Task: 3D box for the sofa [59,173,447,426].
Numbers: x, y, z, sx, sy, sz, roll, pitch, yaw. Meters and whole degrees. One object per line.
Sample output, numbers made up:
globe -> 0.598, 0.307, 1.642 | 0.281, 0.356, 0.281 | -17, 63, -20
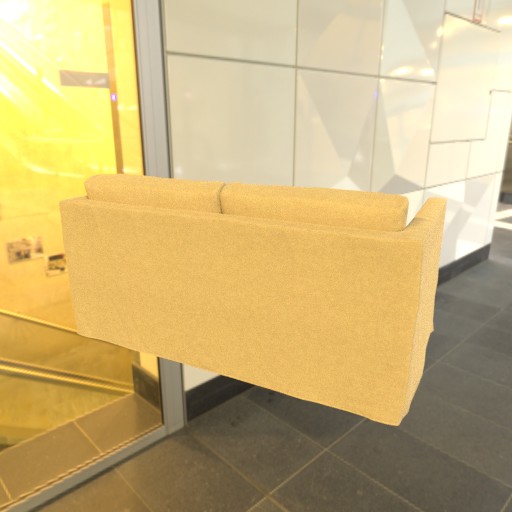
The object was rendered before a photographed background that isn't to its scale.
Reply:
sofa -> 0.000, 0.000, 2.270 | 1.719, 0.835, 0.962 | 8, 19, 26
